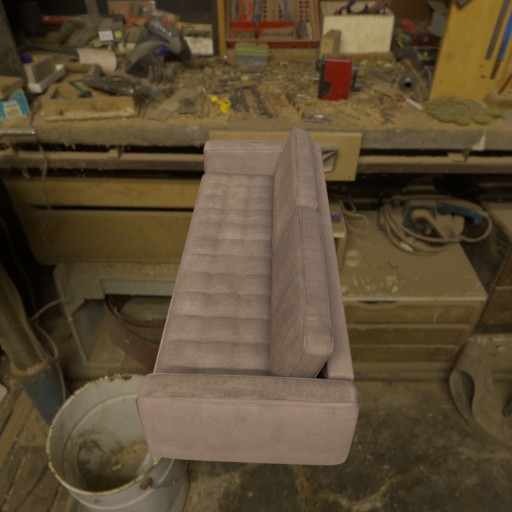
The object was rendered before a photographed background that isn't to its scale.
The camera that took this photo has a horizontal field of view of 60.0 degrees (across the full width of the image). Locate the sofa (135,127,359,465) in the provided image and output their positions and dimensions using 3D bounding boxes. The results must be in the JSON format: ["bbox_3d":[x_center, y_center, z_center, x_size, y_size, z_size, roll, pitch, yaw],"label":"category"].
[{"bbox_3d":[0.000,0.000,2.712,0.923,0.813,2.295,2,41,2],"label":"sofa"}]
